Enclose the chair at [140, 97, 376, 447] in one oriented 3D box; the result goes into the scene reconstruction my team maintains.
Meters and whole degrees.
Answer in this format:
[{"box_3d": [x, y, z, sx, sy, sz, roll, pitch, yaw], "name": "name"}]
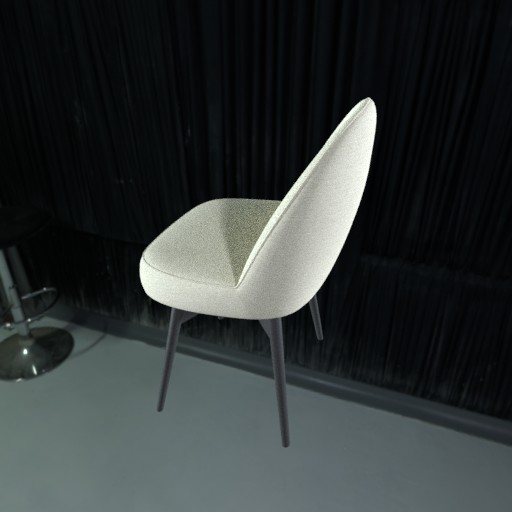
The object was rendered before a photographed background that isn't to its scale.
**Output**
[{"box_3d": [0.000, 0.000, 1.203, 0.540, 0.838, 0.532, 9, 30, 16], "name": "chair"}]
